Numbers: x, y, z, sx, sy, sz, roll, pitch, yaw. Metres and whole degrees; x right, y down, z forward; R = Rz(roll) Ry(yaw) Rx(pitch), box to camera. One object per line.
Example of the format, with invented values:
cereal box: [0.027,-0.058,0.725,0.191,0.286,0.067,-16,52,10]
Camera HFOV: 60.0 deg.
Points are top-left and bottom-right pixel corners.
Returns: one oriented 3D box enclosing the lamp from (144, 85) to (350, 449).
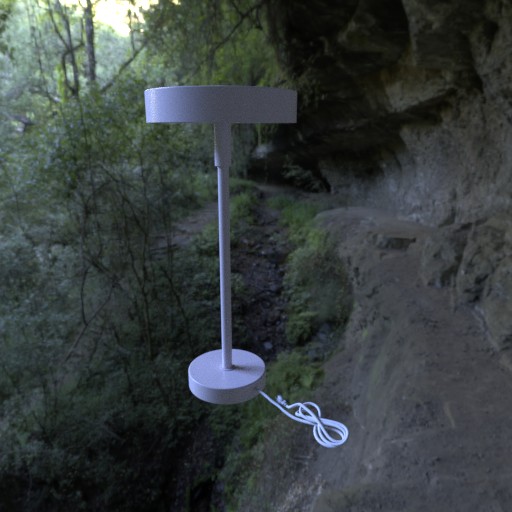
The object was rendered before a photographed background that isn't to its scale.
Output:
lamp: [0.000,0.000,0.697,0.369,0.508,0.229,14,21,40]
